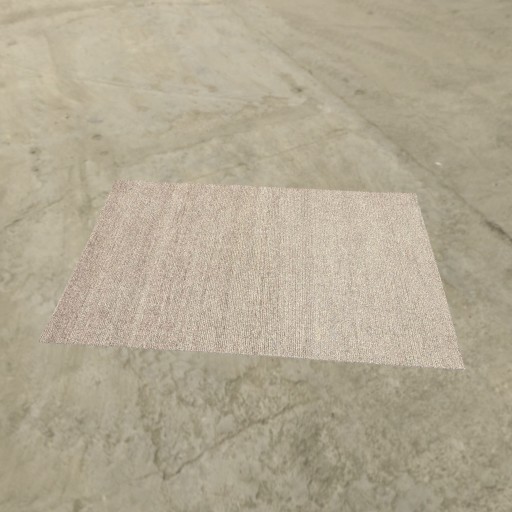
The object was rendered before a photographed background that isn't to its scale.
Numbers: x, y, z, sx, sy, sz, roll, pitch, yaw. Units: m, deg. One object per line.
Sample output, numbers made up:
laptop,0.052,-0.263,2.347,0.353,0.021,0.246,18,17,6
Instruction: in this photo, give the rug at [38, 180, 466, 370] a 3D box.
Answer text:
rug,0.000,0.000,2.232,1.792,0.021,1.154,3,46,3
